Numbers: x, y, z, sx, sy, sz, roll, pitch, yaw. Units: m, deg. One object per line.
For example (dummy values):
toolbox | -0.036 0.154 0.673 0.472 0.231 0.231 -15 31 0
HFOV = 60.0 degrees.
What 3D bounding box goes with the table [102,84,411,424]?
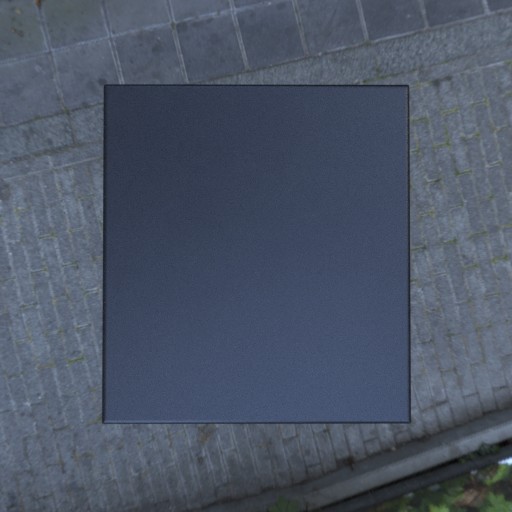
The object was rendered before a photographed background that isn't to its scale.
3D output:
table | 0.000 0.000 0.915 0.442 0.565 0.488 0 89 0
